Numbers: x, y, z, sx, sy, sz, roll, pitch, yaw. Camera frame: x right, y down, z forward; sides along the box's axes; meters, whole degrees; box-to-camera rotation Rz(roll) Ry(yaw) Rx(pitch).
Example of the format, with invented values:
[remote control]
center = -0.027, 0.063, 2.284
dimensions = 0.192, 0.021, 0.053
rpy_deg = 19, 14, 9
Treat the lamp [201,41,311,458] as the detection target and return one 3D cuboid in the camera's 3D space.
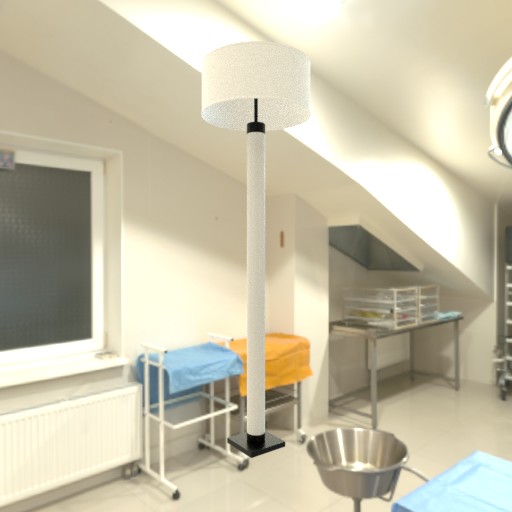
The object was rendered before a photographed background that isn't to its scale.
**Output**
[lamp]
center = 0.000, 0.000, 1.715
dimensions = 0.420, 1.475, 0.420
rpy_deg = -1, 1, -36
